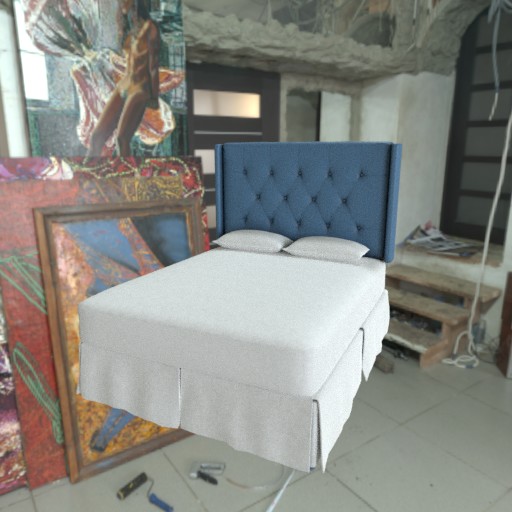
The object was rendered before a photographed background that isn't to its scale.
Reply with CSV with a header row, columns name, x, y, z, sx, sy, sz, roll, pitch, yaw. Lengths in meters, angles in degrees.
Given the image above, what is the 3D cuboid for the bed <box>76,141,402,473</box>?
name,x,y,z,sx,sy,sz,roll,pitch,yaw
bed,0.000,0.000,3.270,1.719,1.665,2.078,6,15,25
